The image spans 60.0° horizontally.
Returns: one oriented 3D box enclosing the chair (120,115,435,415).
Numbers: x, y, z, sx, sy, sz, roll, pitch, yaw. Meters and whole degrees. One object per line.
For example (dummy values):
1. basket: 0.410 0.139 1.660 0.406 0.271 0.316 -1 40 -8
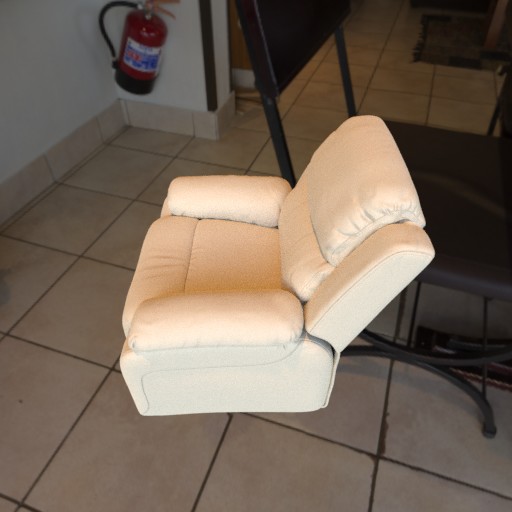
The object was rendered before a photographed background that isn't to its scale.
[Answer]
1. chair: 0.000 0.000 1.243 0.709 0.702 0.680 0 42 0
